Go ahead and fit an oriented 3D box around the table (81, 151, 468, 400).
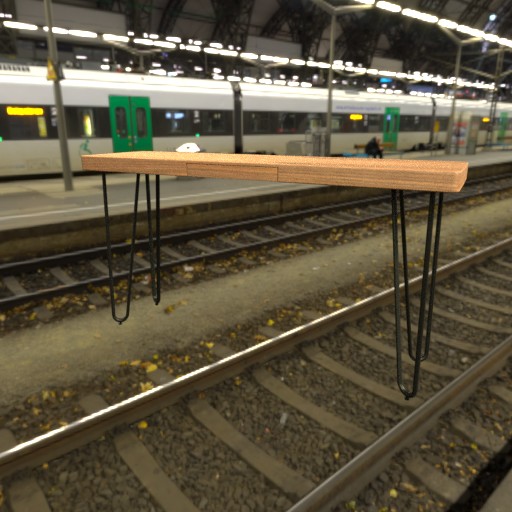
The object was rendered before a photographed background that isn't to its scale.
[{"bbox_3d":[0.000,0.000,1.935,1.570,0.834,0.425,8,18,26],"label":"table"}]
